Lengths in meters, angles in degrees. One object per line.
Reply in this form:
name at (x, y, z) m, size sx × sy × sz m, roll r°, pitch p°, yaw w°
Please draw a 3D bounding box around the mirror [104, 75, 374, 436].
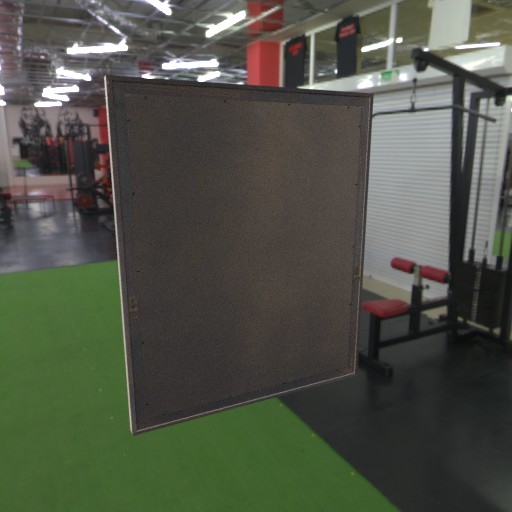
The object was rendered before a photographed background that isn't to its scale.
mirror at (0.000, 0.000, 1.222) m, size 0.730 × 0.882 × 0.032 m, roll -6°, pitch 15°, yaw -25°
